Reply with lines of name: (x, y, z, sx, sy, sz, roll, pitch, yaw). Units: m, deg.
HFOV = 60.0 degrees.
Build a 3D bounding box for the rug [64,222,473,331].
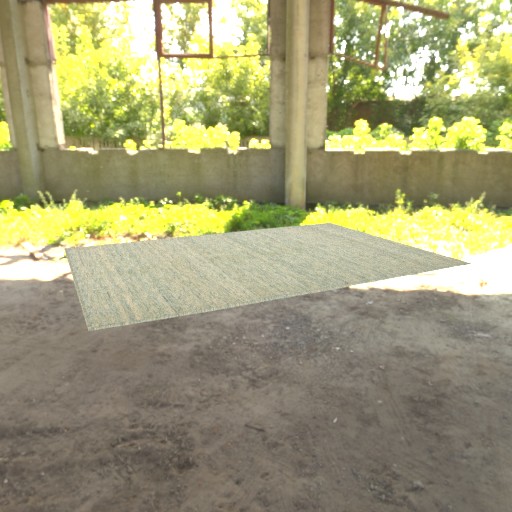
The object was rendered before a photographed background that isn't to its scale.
rug: (0.000, 0.000, 2.408, 1.850, 0.015, 1.250, -7, 17, -25)
